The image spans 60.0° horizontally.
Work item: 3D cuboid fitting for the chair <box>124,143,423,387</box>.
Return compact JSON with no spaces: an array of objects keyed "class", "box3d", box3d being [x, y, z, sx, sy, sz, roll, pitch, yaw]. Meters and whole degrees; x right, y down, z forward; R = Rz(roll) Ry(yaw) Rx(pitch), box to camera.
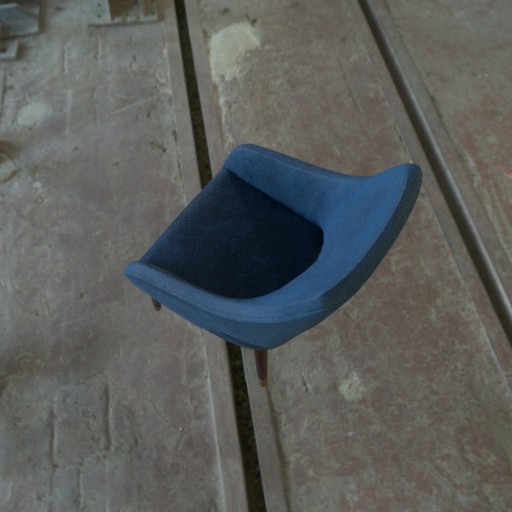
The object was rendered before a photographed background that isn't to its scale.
[{"class":"chair","box3d":[0.000,0.000,1.607,0.794,1.081,0.683,32,67,15]}]
